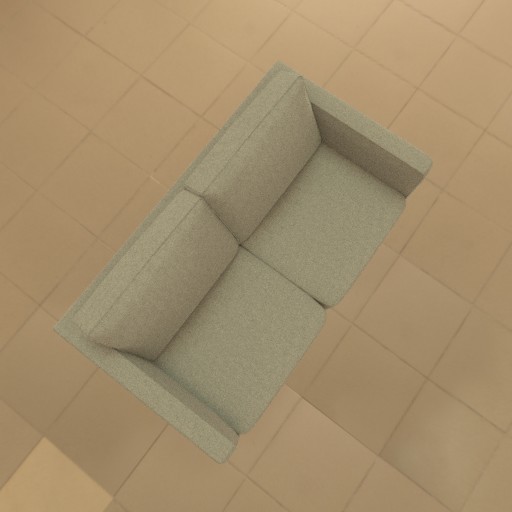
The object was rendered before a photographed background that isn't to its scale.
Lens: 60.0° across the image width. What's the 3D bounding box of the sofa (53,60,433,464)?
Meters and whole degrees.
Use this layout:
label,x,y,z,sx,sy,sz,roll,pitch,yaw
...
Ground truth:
label,x,y,z,sx,sy,sz,roll,pitch,yaw
sofa,0.000,0.000,2.327,1.000,0.900,1.731,36,79,8
